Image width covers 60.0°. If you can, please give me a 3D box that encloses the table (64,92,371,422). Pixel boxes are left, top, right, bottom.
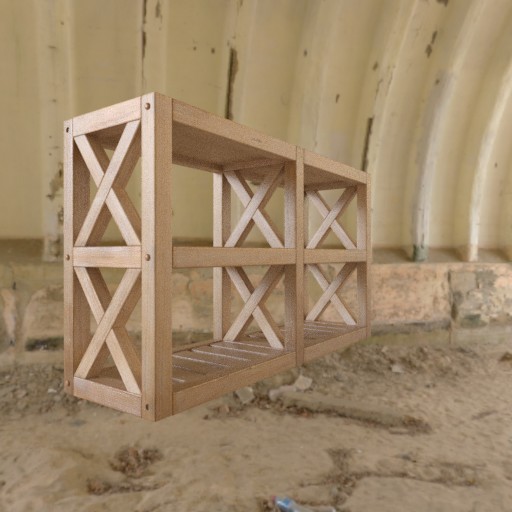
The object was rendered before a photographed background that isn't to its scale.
[{"bbox_3d":[0.000,0.000,1.656,0.381,0.762,1.320,0,0,36],"label":"table"}]
